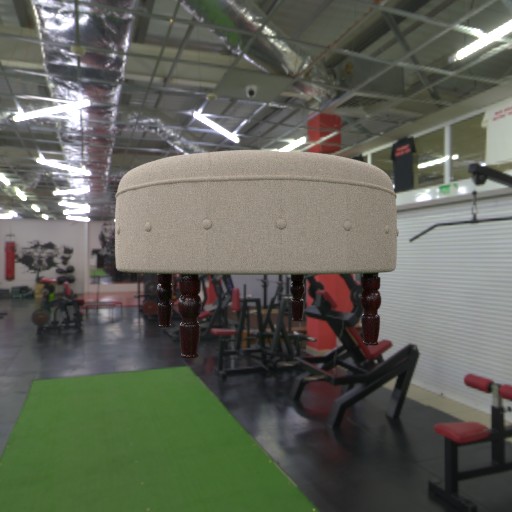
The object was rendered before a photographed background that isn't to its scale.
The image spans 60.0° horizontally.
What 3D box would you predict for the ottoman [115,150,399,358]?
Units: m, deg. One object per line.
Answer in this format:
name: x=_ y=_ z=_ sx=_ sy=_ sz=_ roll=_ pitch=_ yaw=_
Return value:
ottoman: x=0.000 y=0.000 z=1.398 sx=0.848 sy=0.494 sz=0.848 roll=0 pitch=0 yaw=0
